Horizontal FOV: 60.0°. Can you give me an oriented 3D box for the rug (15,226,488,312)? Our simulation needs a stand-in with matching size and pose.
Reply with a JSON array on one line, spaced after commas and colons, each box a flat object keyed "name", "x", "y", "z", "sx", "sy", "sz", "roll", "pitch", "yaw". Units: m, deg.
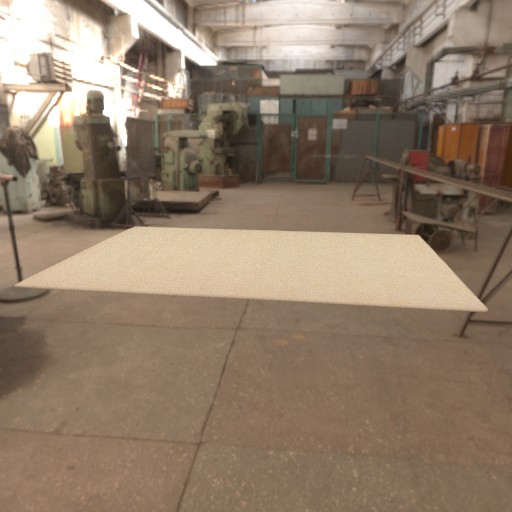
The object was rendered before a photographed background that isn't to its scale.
[{"name": "rug", "x": 0.000, "y": 0.000, "z": 2.272, "sx": 1.848, "sy": 0.014, "sz": 1.238, "roll": 2, "pitch": 15, "yaw": 8}]
